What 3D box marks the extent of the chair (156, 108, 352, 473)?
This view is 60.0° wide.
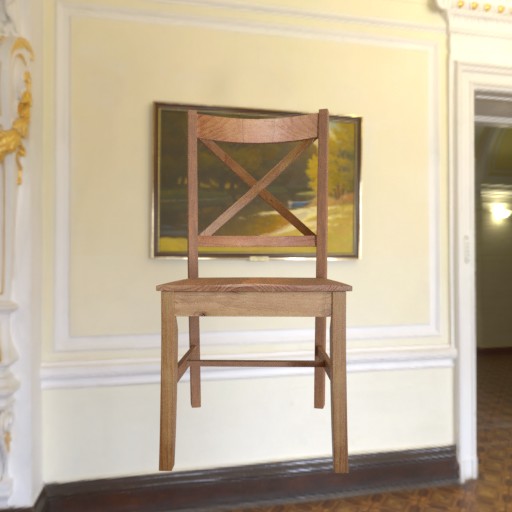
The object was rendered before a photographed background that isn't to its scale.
[{"bbox_3d":[0.000,0.000,1.268,0.485,0.983,0.542,0,0,1],"label":"chair"}]
